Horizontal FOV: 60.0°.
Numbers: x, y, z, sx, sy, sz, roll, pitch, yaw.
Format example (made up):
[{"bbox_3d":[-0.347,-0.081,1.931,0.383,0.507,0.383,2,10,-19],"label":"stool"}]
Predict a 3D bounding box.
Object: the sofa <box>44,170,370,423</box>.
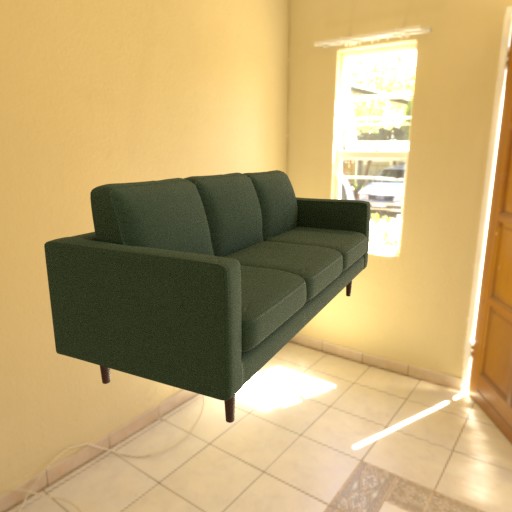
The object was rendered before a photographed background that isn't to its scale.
[{"bbox_3d":[0.000,0.000,2.506,0.879,0.899,2.029,7,15,26],"label":"sofa"}]
